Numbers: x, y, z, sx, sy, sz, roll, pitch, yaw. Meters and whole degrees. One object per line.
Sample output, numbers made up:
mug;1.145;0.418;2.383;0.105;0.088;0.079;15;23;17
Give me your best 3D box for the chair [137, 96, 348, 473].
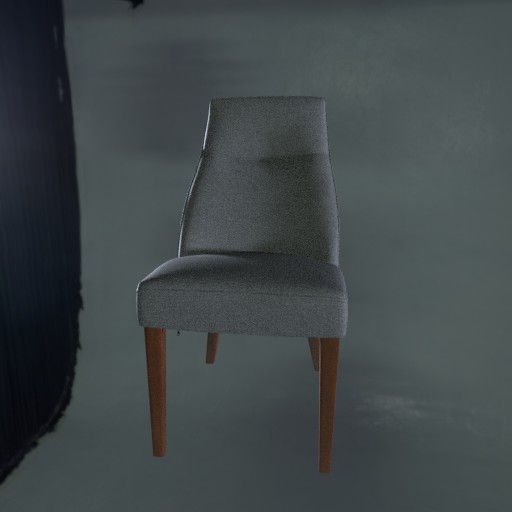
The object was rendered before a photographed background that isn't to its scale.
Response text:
chair;0.000;0.000;1.294;0.500;0.930;0.620;2;15;8
